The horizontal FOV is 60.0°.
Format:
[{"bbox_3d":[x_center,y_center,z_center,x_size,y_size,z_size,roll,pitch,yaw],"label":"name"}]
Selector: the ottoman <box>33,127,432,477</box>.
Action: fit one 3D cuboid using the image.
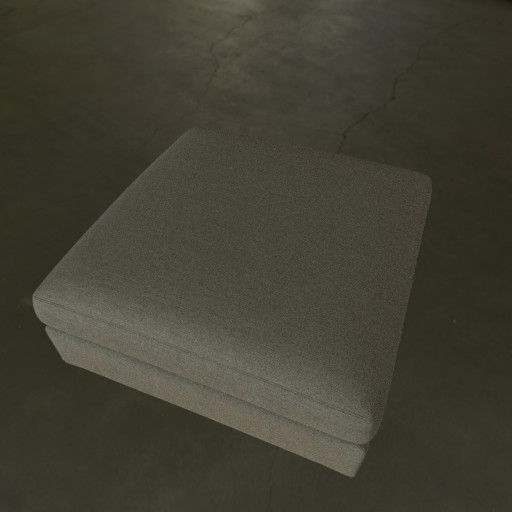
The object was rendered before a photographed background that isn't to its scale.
[{"bbox_3d":[0.000,0.000,1.553,1.041,0.470,1.041,16,49,15],"label":"ottoman"}]
